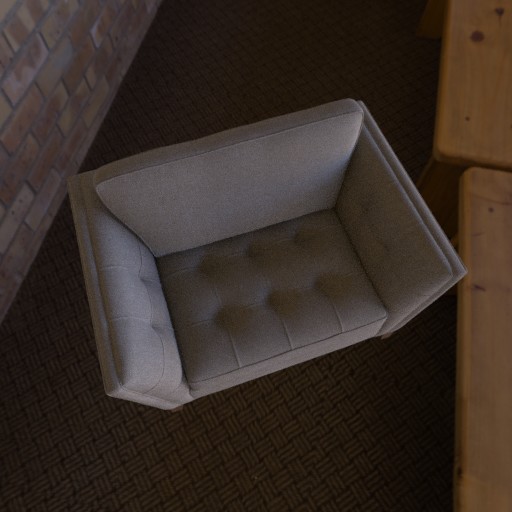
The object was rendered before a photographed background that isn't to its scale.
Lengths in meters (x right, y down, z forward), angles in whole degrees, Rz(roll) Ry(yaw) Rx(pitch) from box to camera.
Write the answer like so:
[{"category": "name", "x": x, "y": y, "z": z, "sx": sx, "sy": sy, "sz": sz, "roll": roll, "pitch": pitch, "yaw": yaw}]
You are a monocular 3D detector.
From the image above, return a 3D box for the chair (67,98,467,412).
[{"category": "chair", "x": 0.000, "y": 0.000, "z": 2.065, "sx": 1.396, "sy": 0.942, "sz": 0.965, "roll": -17, "pitch": 65, "yaw": -8}]
